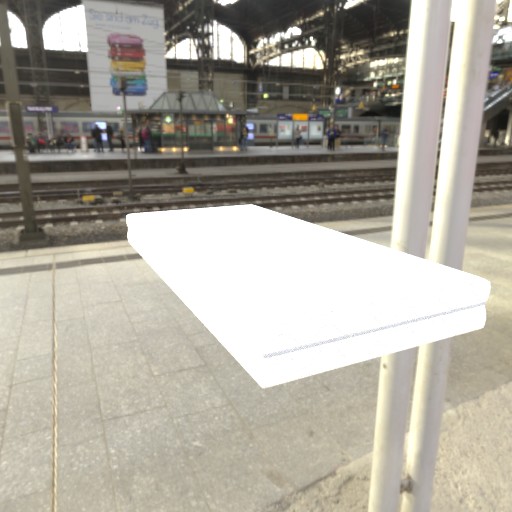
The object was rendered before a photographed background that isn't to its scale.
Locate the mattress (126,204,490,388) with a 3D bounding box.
[{"bbox_3d":[0.000,0.000,2.194,0.900,0.200,1.900,-7,17,-25],"label":"mattress"}]
